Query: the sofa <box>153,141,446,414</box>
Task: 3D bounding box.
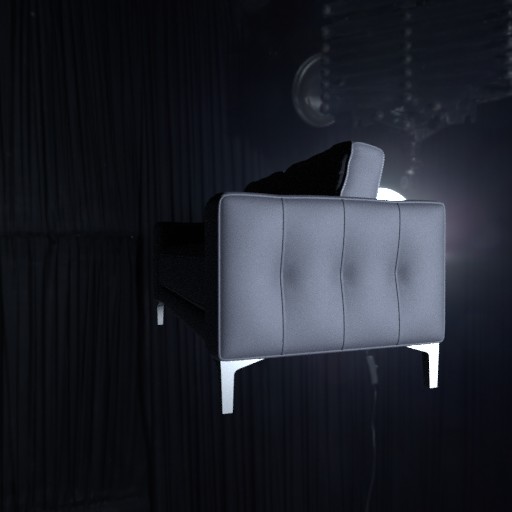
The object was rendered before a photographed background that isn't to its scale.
[{"bbox_3d":[0.000,0.000,2.189,0.833,0.893,1.726,0,1,-19],"label":"sofa"}]
